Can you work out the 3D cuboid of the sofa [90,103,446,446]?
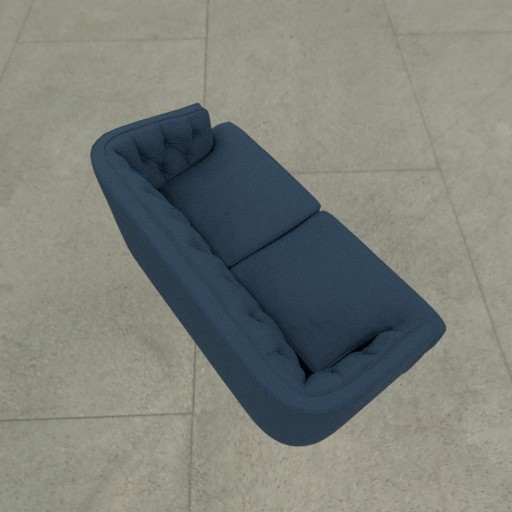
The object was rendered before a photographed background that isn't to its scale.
[{"bbox_3d":[0.000,0.000,2.248,0.941,0.854,1.733,-33,64,-19],"label":"sofa"}]
